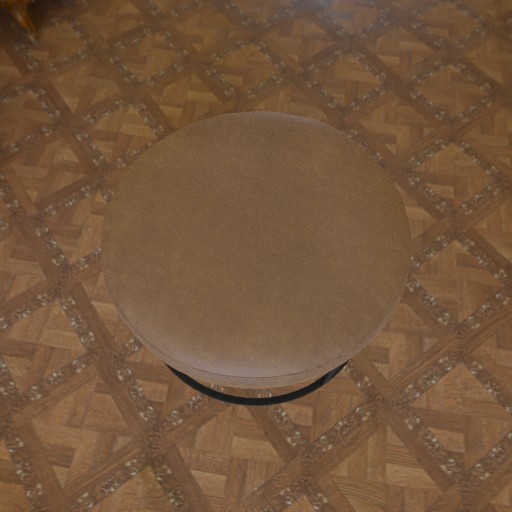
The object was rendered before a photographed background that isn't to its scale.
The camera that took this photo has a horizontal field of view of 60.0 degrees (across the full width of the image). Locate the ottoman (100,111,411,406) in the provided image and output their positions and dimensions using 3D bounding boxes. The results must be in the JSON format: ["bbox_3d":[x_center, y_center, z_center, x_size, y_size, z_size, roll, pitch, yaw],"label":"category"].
[{"bbox_3d":[0.000,0.000,1.245,0.771,0.460,0.771,0,62,0],"label":"ottoman"}]
